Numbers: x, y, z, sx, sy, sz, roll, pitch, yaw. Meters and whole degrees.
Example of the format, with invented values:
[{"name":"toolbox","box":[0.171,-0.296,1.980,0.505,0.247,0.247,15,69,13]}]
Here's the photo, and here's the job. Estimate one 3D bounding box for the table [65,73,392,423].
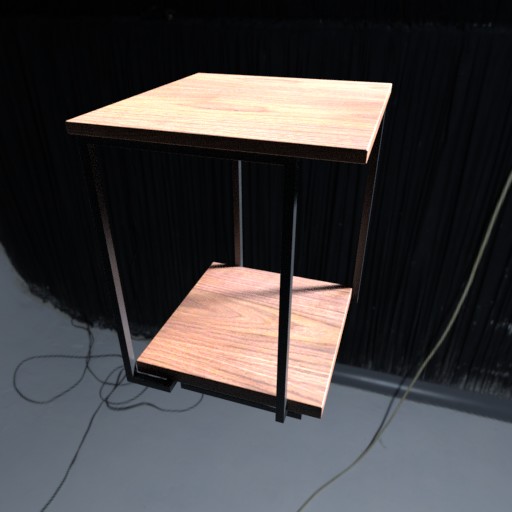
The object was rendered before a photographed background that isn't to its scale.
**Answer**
[{"name":"table","box":[0.000,0.000,0.832,0.384,0.567,0.411,10,32,16]}]
